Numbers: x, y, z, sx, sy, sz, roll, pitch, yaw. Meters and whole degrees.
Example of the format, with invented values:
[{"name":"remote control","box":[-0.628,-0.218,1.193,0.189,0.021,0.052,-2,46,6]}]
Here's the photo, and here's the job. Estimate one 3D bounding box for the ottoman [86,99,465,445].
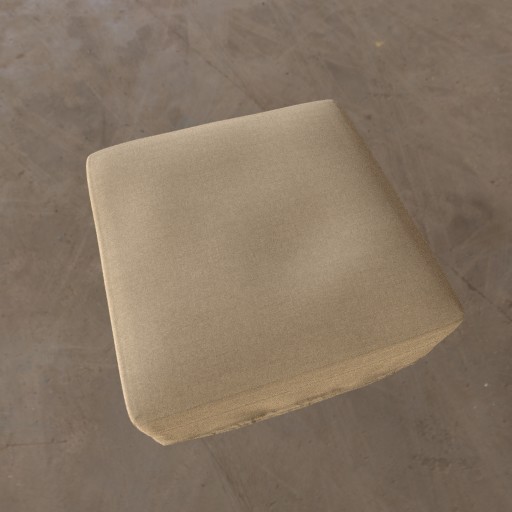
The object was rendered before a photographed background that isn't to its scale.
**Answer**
[{"name":"ottoman","box":[0.000,0.000,1.335,0.840,0.436,0.843,-15,60,-9]}]
